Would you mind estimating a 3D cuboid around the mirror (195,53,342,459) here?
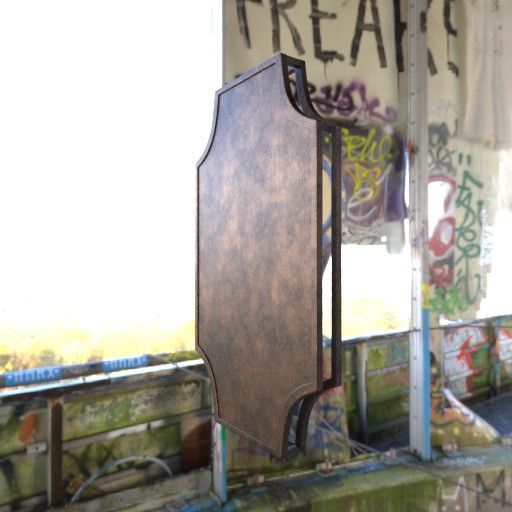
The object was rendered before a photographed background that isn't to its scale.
[{"bbox_3d":[0.000,0.000,1.005,0.066,0.811,0.462,0,0,-36],"label":"mirror"}]
